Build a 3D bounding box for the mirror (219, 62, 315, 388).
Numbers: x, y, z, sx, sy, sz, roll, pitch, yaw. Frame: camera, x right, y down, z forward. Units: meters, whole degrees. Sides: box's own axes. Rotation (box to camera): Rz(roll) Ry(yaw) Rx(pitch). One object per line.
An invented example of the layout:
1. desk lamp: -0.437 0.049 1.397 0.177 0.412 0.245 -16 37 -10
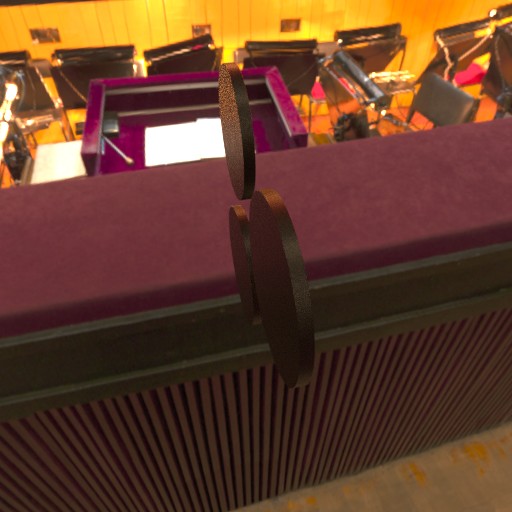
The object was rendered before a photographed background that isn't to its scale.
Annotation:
1. mirror: 0.000 0.000 3.081 0.076 2.096 2.160 -9 47 -9
